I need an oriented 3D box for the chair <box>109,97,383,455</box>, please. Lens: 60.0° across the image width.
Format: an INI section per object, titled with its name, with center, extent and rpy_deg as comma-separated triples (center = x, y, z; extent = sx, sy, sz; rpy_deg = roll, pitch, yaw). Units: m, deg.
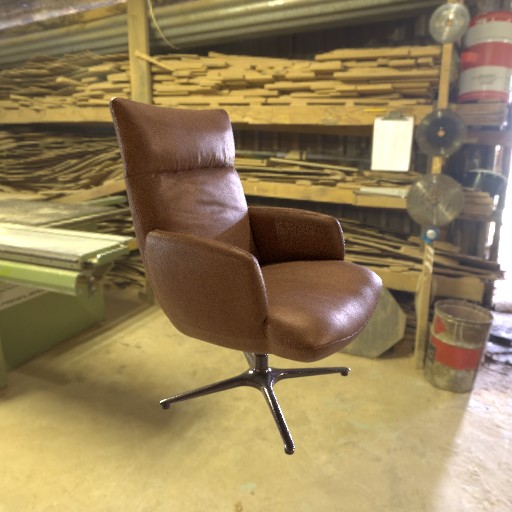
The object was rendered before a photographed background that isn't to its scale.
[chair]
center = 0.000, 0.000, 1.538
extent = 0.794, 1.027, 0.711
rpy_deg = 8, 16, 28
